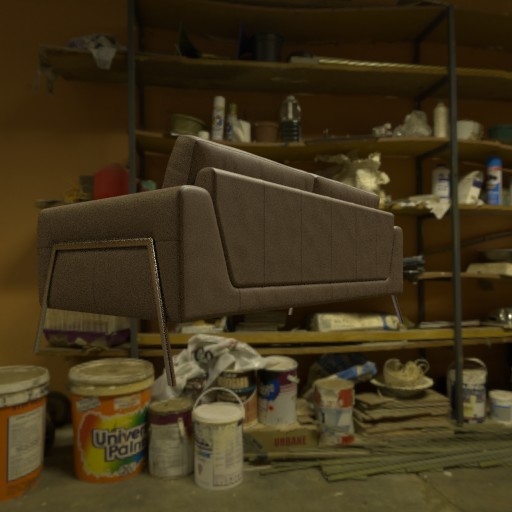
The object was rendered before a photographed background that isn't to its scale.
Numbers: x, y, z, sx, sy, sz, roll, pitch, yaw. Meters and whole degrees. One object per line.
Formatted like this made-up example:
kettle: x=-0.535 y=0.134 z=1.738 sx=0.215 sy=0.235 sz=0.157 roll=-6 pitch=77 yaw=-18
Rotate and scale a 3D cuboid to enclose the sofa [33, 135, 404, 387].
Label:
sofa: x=0.000 y=0.000 z=2.473 sx=0.953 sy=0.875 sz=2.017 roll=-1 pitch=-2 yaw=38
